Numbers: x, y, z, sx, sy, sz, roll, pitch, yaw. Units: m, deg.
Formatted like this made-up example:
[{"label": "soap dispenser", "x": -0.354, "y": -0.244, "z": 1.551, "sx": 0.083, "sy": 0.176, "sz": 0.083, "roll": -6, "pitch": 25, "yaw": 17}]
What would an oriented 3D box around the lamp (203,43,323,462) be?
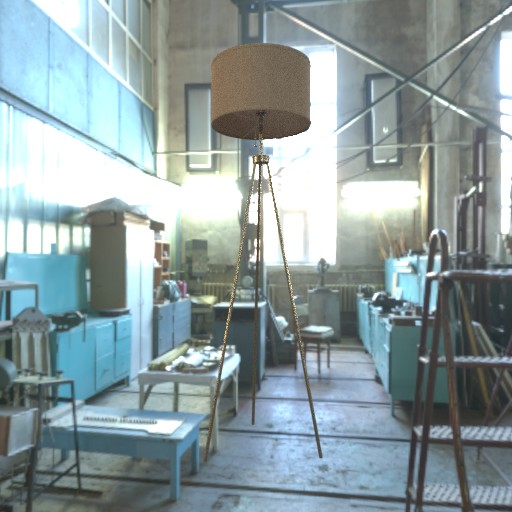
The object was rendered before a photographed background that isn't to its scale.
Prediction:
[{"label": "lamp", "x": 0.000, "y": 0.000, "z": 1.789, "sx": 0.460, "sy": 1.545, "sz": 0.449, "roll": 0, "pitch": -1, "yaw": -36}]
